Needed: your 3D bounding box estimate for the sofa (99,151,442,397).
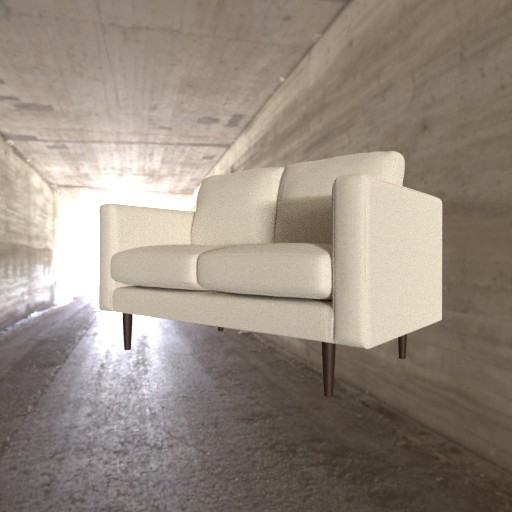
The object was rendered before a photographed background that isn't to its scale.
[{"bbox_3d":[0.000,0.000,2.032,1.430,0.908,0.796,0,1,39],"label":"sofa"}]
